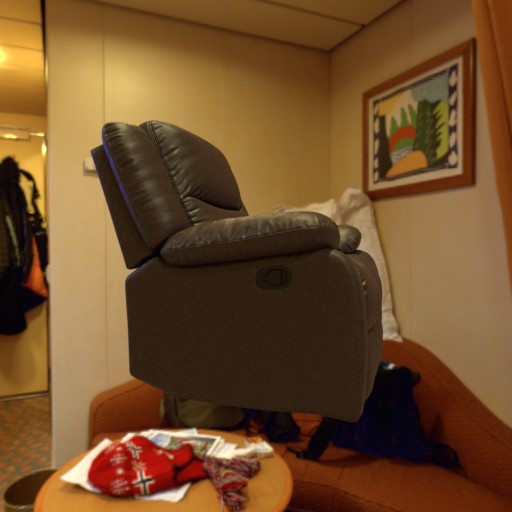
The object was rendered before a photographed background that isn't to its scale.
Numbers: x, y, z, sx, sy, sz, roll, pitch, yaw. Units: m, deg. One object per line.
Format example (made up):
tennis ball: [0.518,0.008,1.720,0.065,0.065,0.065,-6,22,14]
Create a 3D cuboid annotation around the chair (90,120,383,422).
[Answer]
chair: [0.000,0.000,1.722,0.934,1.009,0.899,0,1,19]
